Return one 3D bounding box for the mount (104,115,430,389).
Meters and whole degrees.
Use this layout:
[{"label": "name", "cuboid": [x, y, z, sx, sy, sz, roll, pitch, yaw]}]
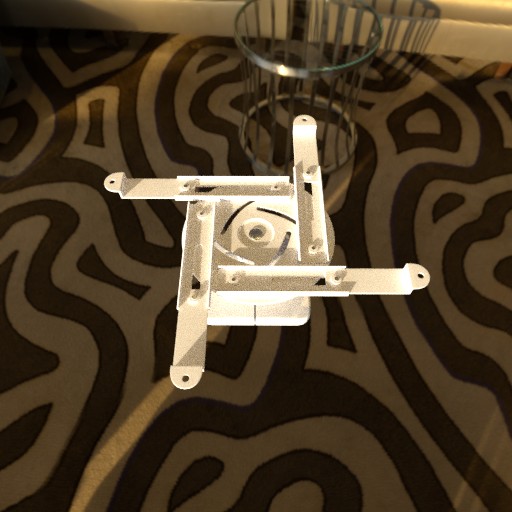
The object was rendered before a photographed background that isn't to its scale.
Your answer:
[{"label": "mount", "cuboid": [0.000, 0.000, 0.598, 0.394, 0.141, 0.394, 0, 58, 0]}]
